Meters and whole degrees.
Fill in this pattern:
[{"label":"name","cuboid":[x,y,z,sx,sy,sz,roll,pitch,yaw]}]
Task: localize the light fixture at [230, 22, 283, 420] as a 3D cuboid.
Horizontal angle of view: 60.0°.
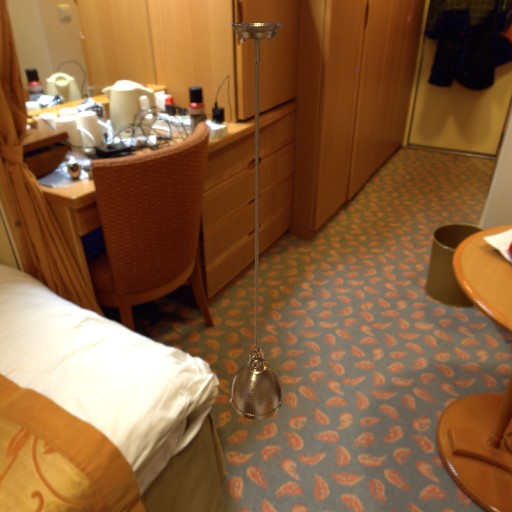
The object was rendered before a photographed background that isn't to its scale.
[{"label":"light fixture","cuboid":[0.000,0.000,1.472,0.217,1.367,0.211,-9,32,-14]}]
